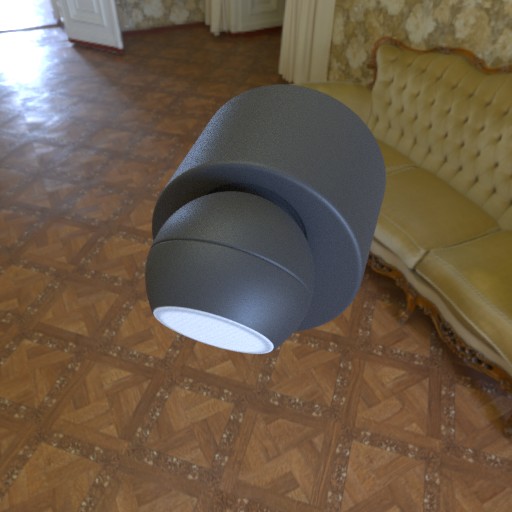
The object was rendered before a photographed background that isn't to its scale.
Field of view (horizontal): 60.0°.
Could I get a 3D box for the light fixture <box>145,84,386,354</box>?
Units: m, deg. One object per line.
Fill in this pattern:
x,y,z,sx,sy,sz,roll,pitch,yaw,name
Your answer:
0.000,0.000,0.260,0.134,0.143,0.160,11,43,12,light fixture
